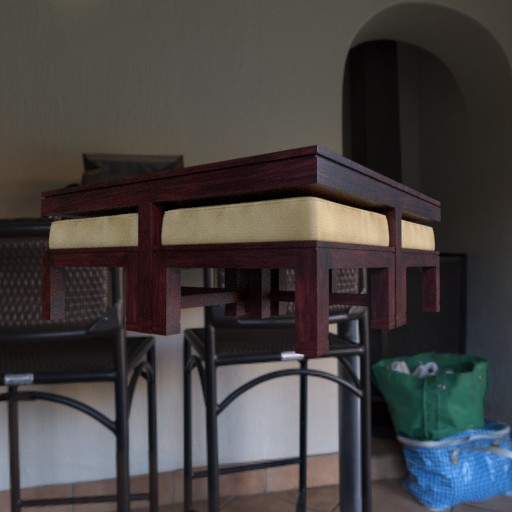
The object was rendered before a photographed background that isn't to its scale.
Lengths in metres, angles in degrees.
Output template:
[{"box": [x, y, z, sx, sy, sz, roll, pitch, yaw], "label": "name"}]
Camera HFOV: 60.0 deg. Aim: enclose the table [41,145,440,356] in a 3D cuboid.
[{"box": [0.000, 0.000, 1.344, 0.865, 0.356, 0.865, -1, -1, 35], "label": "table"}]
